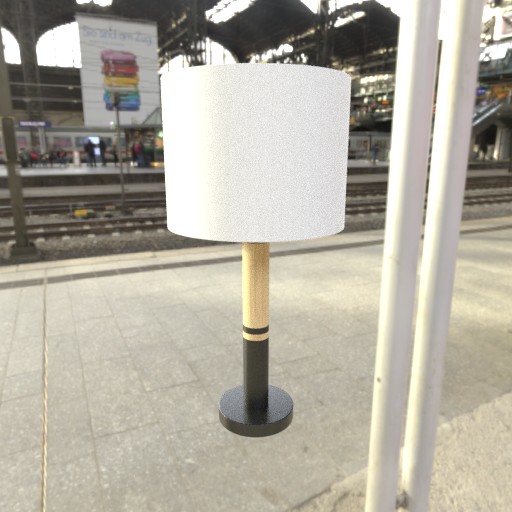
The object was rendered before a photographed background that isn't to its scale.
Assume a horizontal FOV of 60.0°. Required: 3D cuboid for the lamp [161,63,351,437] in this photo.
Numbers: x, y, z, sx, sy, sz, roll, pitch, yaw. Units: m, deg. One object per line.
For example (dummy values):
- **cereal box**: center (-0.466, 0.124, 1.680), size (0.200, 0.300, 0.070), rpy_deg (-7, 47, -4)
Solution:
- **lamp**: center (0.000, 0.000, 0.794), size (0.305, 0.640, 0.305), rpy_deg (-7, 15, -26)
